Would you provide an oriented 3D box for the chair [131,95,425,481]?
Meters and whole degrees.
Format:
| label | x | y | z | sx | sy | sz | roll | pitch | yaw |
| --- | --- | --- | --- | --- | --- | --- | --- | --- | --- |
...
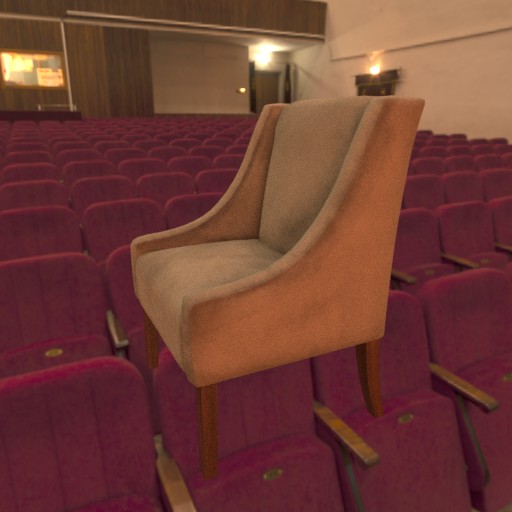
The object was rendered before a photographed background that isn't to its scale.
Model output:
| label | x | y | z | sx | sy | sz | roll | pitch | yaw |
| --- | --- | --- | --- | --- | --- | --- | --- | --- | --- |
| chair | 0.000 | 0.000 | 1.320 | 0.629 | 0.895 | 0.629 | -8 | 19 | -25 |
